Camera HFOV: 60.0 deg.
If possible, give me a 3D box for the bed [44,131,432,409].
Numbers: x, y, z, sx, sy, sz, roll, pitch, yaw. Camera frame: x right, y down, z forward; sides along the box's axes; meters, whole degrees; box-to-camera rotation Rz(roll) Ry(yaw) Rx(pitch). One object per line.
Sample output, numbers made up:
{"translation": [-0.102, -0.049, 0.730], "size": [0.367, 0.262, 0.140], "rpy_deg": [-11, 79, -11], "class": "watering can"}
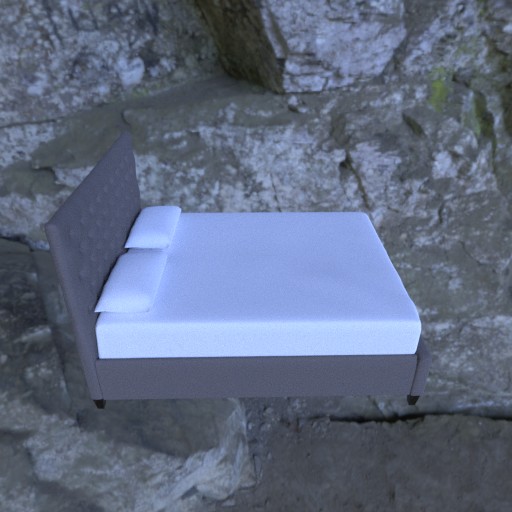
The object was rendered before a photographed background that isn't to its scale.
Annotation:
{"translation": [0.000, 0.000, 3.352], "size": [2.233, 1.426, 1.696], "rpy_deg": [0, 32, -1], "class": "bed"}
